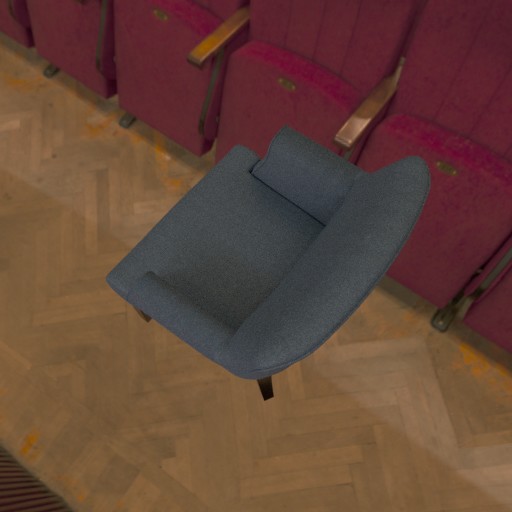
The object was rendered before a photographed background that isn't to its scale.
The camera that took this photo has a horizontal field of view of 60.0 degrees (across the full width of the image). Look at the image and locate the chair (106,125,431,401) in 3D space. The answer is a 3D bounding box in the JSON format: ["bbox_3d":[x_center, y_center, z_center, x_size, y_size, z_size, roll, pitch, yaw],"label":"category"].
[{"bbox_3d":[0.000,0.000,1.459,0.754,0.878,0.770,34,69,15],"label":"chair"}]
